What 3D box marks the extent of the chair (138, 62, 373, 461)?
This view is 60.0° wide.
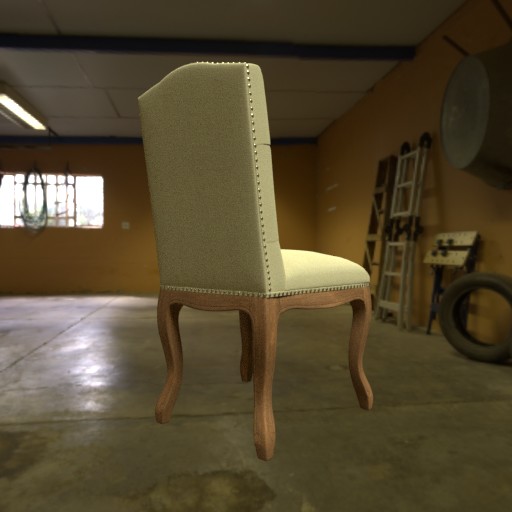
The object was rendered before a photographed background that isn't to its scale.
[{"bbox_3d":[0.000,0.000,1.611,0.623,1.165,0.715,1,1,37],"label":"chair"}]
